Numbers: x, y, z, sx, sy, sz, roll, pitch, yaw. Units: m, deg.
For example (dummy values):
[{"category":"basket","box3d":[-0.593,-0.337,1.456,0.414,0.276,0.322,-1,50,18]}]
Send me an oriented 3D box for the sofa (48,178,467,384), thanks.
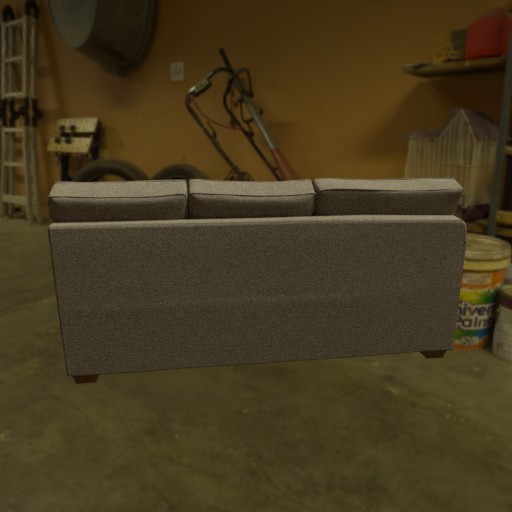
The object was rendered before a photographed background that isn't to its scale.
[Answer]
[{"category":"sofa","box3d":[0.000,0.000,2.556,1.963,0.946,1.034,-2,15,-8]}]
